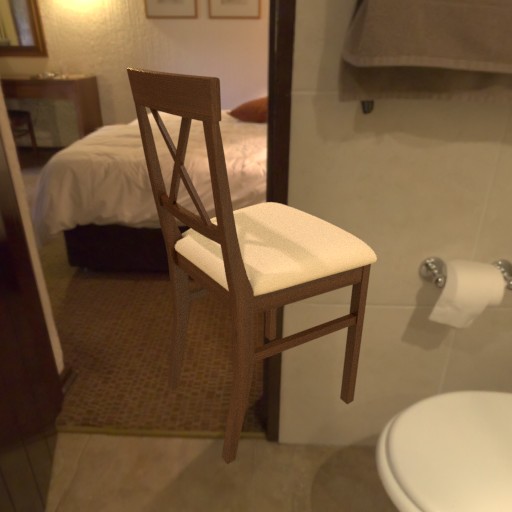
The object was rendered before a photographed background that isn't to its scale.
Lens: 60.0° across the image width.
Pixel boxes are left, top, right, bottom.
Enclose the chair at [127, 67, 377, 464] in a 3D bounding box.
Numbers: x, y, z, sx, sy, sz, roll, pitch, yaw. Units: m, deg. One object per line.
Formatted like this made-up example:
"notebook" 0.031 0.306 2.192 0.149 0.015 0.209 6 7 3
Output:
"chair" 0.000 0.000 1.167 0.480 0.913 0.440 -17 31 -31
